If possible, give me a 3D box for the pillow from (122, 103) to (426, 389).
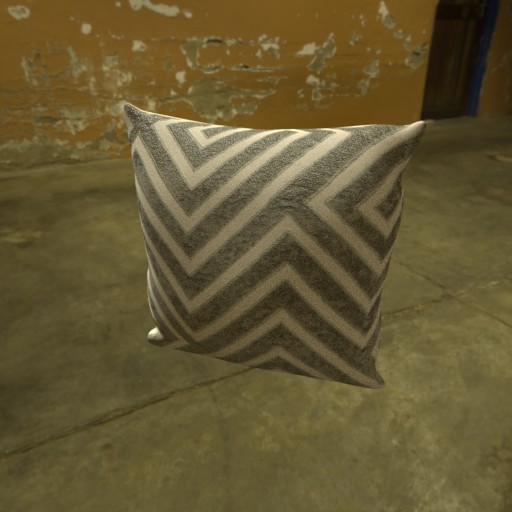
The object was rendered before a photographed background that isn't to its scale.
[{"bbox_3d":[0.000,0.000,0.692,0.440,0.441,0.182,8,27,16],"label":"pillow"}]
